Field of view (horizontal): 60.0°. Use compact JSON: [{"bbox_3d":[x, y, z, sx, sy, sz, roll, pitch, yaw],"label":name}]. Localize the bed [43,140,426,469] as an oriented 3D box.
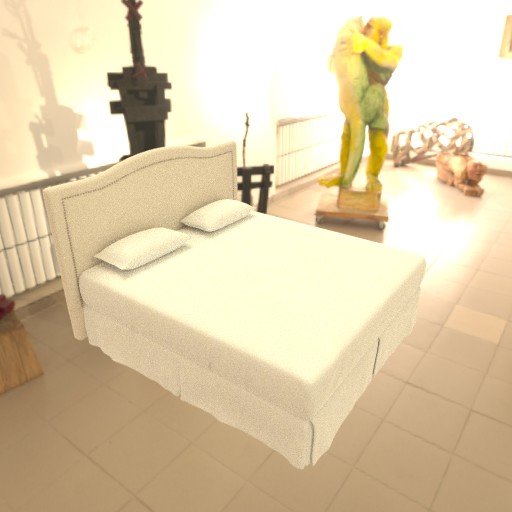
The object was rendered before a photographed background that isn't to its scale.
[{"bbox_3d":[0.000,0.000,3.503,2.182,1.421,2.083,18,31,32],"label":"bed"}]
